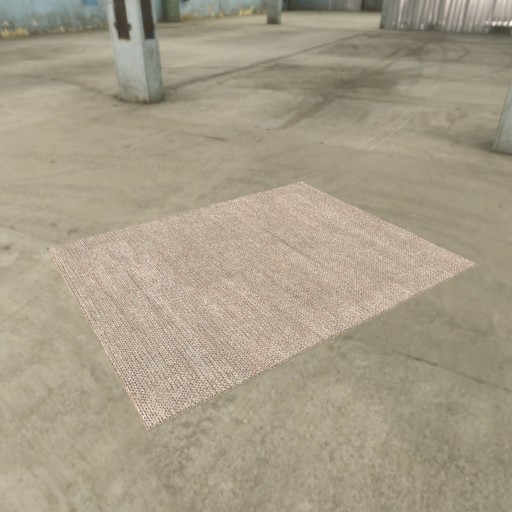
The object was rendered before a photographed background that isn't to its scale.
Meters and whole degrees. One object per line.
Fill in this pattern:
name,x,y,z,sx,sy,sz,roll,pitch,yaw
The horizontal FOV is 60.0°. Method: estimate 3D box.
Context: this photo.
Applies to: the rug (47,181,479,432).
rug,0.000,0.000,3.981,3.052,0.030,2.429,-19,35,-29
